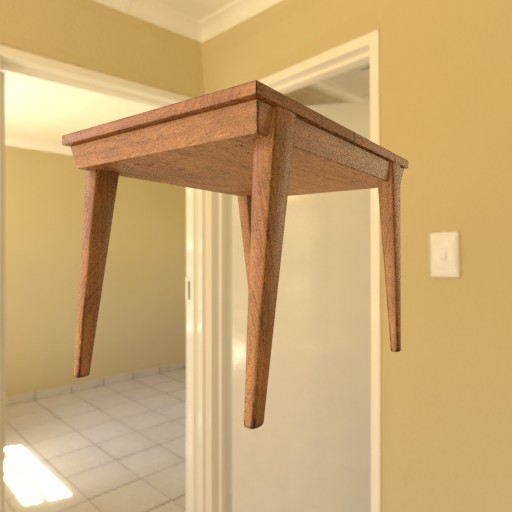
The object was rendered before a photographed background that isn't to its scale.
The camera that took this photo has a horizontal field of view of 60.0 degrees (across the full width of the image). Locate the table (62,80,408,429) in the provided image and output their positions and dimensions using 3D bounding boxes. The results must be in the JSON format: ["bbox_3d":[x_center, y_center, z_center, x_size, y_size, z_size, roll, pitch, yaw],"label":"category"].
[{"bbox_3d":[0.000,0.000,1.585,0.757,0.760,1.027,0,0,36],"label":"table"}]
